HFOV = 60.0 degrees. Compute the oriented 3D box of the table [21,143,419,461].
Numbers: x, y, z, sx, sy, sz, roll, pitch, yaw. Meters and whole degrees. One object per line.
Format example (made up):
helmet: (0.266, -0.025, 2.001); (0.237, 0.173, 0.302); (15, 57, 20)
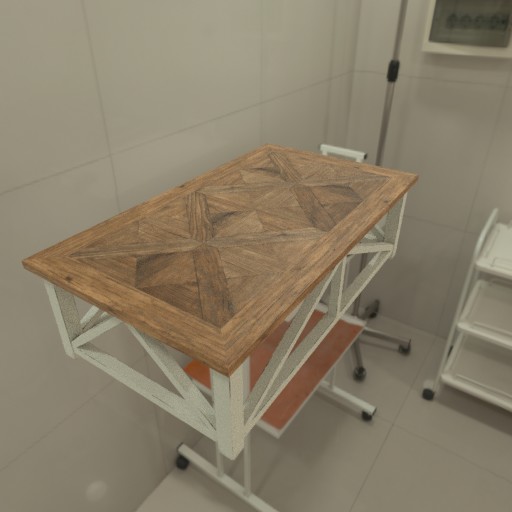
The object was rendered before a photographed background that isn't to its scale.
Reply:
table: (0.000, 0.000, 1.775); (0.800, 0.410, 1.400); (20, 37, 28)
